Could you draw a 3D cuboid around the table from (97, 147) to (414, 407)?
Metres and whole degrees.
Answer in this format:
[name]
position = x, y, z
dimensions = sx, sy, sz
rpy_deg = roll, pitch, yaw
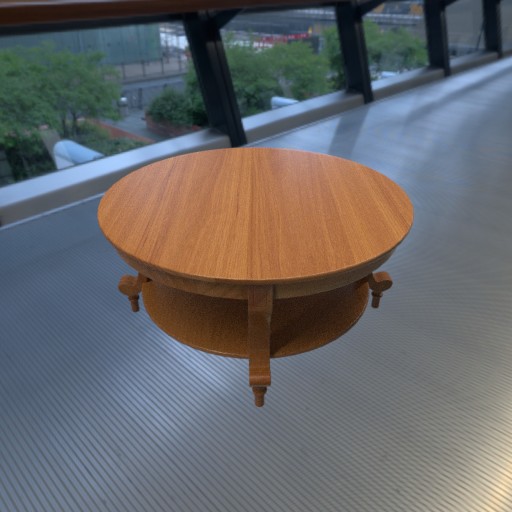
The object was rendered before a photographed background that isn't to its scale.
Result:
[table]
position = 0.000, 0.000, 1.624
dimensions = 1.029, 0.490, 1.029
rpy_deg = 0, 31, 0
